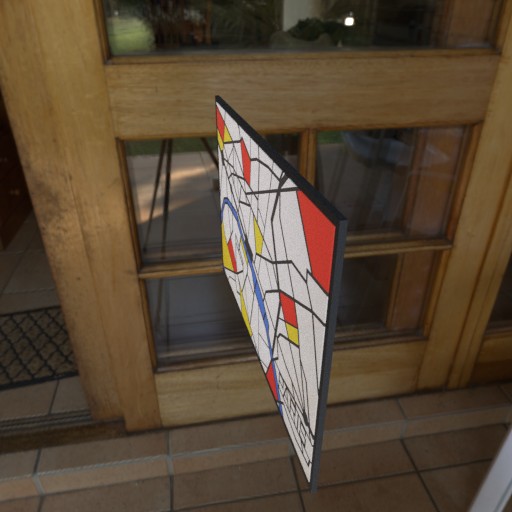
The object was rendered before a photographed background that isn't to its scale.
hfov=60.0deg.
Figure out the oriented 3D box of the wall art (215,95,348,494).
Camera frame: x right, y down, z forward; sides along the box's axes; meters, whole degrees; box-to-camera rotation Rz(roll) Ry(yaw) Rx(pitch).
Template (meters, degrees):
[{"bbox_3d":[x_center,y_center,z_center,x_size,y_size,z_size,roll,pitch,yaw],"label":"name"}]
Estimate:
[{"bbox_3d":[0.000,0.000,1.207,0.013,0.665,0.963,-8,31,-13],"label":"wall art"}]
